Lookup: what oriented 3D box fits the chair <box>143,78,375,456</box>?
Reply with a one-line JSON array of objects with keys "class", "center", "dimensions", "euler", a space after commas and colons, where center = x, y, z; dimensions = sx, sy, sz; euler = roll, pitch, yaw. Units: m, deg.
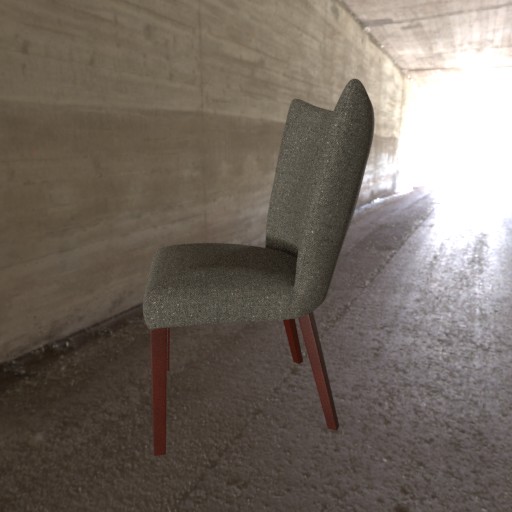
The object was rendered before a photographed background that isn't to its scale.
[{"class": "chair", "center": [0.000, 0.000, 1.303], "dimensions": [0.623, 0.924, 0.535], "euler": [-2, 15, -9]}]
